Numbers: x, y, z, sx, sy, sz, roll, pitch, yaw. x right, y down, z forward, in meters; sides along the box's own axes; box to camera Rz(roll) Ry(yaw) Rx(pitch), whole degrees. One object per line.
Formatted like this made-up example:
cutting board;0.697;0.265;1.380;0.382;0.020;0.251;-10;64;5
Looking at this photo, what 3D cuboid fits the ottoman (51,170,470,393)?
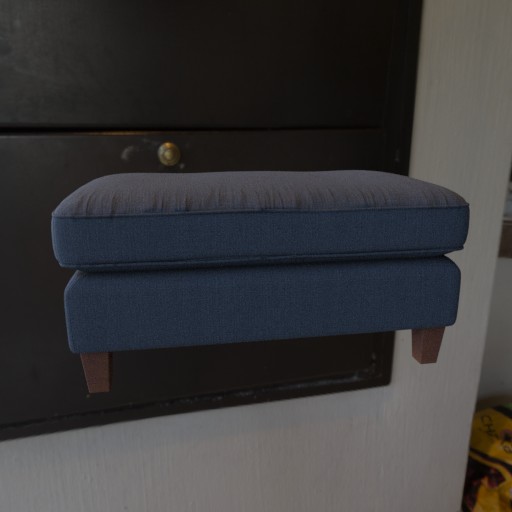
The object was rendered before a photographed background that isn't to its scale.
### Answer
ottoman;0.000;0.000;1.187;0.885;0.438;0.570;-2;16;-9
